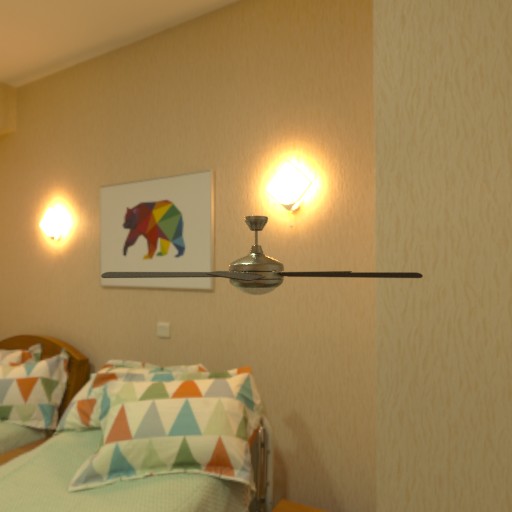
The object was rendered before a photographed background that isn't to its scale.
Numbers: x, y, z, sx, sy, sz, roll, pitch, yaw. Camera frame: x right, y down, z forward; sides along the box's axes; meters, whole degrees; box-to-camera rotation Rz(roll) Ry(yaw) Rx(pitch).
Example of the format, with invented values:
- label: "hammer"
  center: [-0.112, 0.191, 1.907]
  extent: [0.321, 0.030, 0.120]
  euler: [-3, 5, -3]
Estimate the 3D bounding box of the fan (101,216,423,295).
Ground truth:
- label: "fan"
  center: [0.000, 0.000, 2.015]
  extent: [1.321, 0.356, 1.321]
  euler: [0, -2, -1]
